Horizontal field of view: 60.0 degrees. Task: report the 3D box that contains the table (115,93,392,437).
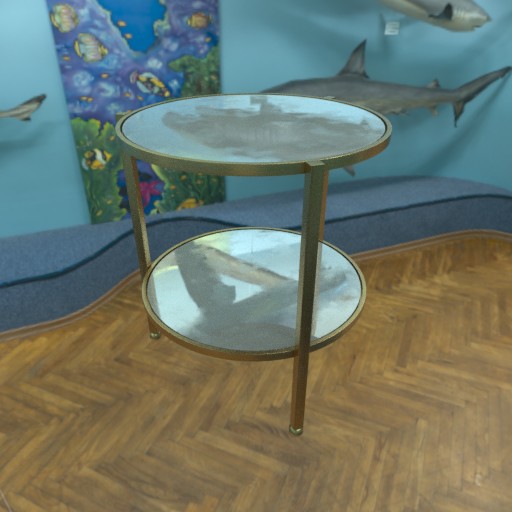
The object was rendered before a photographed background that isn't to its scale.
[{"bbox_3d":[0.000,0.000,0.448,0.231,0.269,0.243,-10,32,-17],"label":"table"}]
